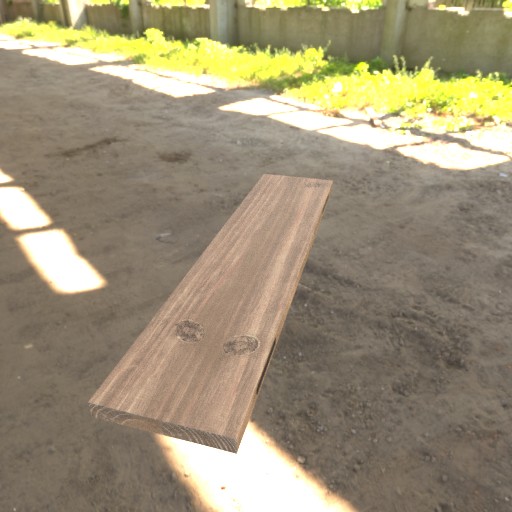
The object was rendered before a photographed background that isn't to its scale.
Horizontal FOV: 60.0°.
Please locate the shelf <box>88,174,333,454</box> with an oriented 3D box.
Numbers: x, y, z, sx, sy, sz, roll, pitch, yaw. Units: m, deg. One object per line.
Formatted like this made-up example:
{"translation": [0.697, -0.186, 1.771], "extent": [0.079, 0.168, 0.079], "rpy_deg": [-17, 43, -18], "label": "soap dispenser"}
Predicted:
{"translation": [0.000, 0.000, 0.637], "extent": [0.140, 0.020, 0.610], "rpy_deg": [8, 32, 14], "label": "shelf"}
